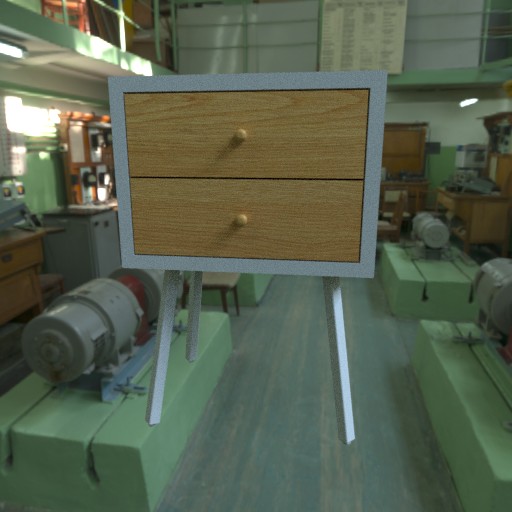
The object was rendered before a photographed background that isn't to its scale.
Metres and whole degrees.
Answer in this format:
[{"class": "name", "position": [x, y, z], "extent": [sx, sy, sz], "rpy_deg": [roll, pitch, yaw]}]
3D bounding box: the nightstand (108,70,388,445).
[{"class": "nightstand", "position": [0.000, 0.000, 0.834], "extent": [0.400, 0.601, 0.316], "rpy_deg": [2, 14, 8]}]
